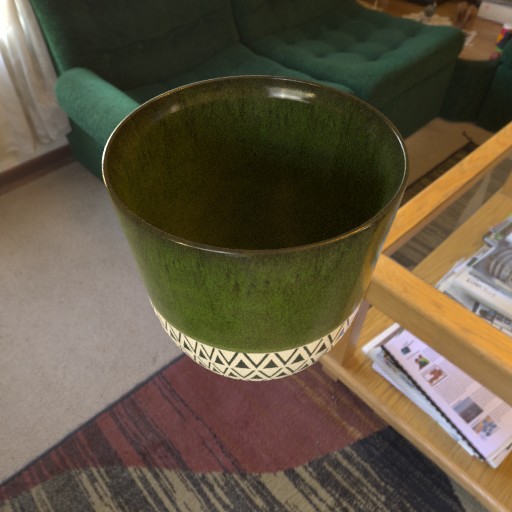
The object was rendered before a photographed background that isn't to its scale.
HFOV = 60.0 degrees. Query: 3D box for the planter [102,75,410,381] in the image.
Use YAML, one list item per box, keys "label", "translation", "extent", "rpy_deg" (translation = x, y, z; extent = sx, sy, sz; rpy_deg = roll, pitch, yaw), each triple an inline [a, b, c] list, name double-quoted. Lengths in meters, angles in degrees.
- label: "planter"
  translation: [0.000, 0.000, 0.460]
  extent: [0.245, 0.270, 0.245]
  rpy_deg: [0, 47, 0]
